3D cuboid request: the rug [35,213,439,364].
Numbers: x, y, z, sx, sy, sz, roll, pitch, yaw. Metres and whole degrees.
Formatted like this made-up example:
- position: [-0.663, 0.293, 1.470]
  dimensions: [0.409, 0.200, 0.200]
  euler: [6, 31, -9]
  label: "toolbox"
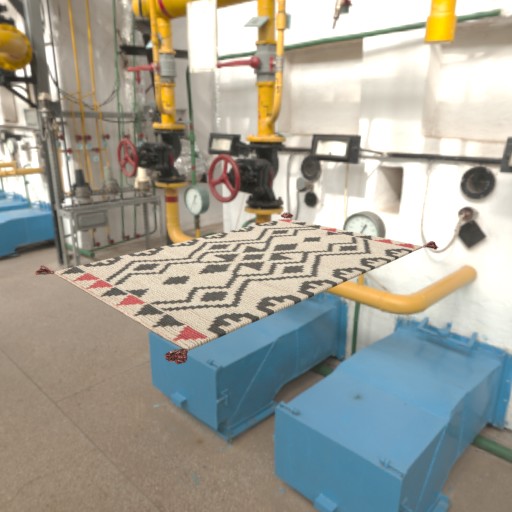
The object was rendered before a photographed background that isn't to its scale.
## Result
- position: [0.000, 0.000, 3.372]
  dimensions: [1.741, 0.066, 2.672]
  euler: [17, 24, 42]
  label: "rug"
